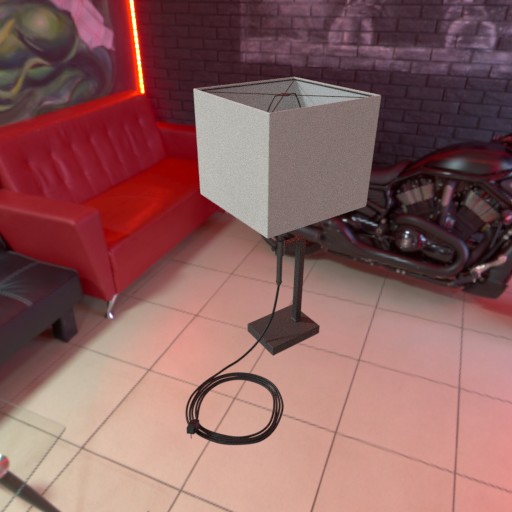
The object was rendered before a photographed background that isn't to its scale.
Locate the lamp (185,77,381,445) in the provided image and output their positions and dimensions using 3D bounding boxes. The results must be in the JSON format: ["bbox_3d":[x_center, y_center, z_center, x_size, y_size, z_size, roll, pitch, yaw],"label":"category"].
[{"bbox_3d":[0.000,0.000,0.993,0.504,0.660,0.399,-19,36,-29],"label":"lamp"}]
